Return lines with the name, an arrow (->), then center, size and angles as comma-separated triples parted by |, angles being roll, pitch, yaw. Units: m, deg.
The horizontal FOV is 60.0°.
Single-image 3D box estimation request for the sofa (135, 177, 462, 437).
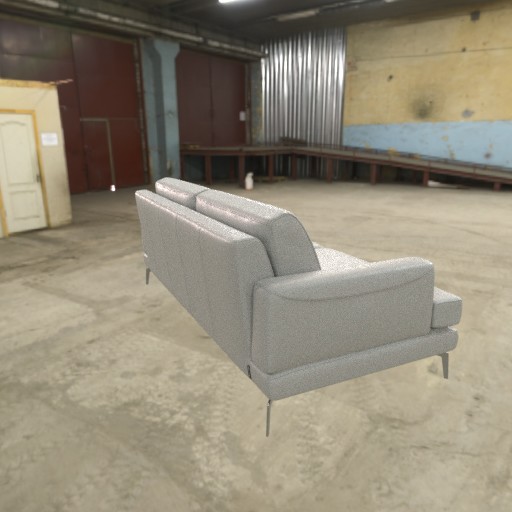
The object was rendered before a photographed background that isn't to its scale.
sofa -> 0.000, 0.000, 2.439 | 0.974, 0.765, 1.940 | -7, 16, -25
